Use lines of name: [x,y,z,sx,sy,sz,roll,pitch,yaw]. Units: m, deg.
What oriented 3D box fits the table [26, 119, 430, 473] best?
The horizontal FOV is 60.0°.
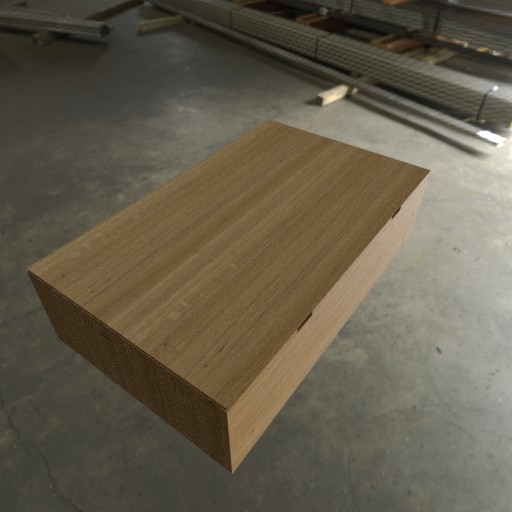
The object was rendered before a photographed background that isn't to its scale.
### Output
table: [0.000,0.000,1.458,0.678,0.353,1.110,26,48,26]
